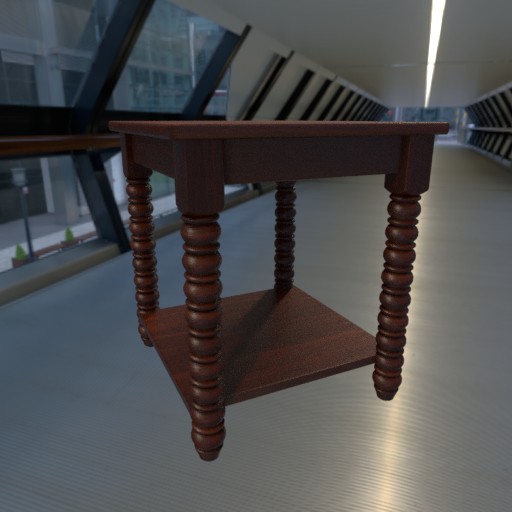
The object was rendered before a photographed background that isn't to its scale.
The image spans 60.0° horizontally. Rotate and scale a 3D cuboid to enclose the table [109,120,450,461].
[{"bbox_3d":[0.000,0.000,0.978,0.500,0.567,0.533,-8,19,-24],"label":"table"}]
